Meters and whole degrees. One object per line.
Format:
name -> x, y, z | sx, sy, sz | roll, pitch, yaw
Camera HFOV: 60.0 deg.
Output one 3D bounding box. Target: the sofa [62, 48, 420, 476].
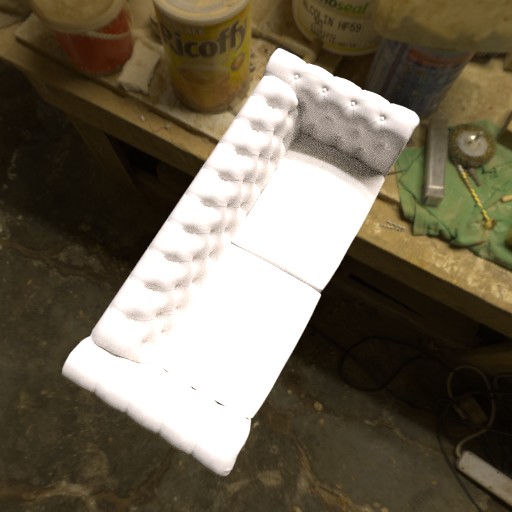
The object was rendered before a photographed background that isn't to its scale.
sofa -> 0.000, 0.000, 2.230 | 0.771, 0.796, 1.798 | 29, 76, 8
